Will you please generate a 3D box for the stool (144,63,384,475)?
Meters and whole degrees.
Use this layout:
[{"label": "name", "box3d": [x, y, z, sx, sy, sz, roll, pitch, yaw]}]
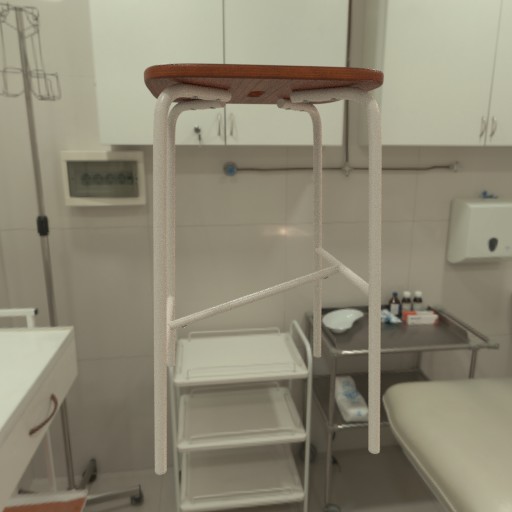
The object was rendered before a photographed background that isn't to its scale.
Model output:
[{"label": "stool", "box3d": [0.000, 0.000, 0.833, 0.376, 0.610, 0.376, -2, 14, -8]}]
